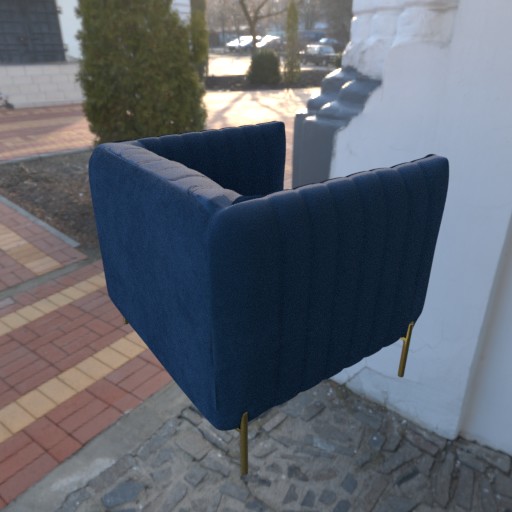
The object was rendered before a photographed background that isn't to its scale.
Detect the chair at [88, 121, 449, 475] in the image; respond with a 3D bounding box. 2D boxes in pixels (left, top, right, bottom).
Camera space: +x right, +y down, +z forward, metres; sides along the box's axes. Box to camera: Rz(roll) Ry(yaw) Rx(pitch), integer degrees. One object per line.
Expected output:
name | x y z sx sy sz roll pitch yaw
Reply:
chair | 0.000 0.000 1.596 0.877 0.793 0.947 -17 31 -32
